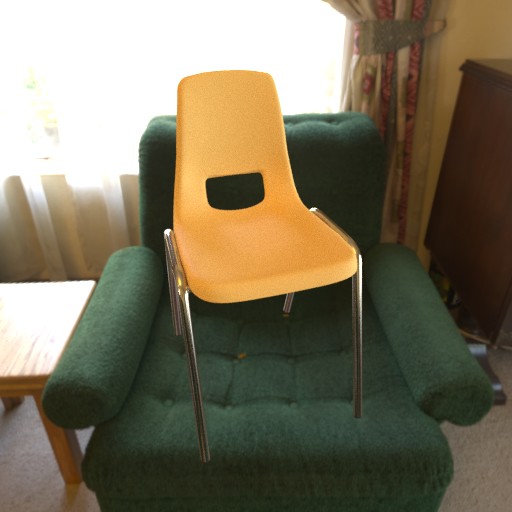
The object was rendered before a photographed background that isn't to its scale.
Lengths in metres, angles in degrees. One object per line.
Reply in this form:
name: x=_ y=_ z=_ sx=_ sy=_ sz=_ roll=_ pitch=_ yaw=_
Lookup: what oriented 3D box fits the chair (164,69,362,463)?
chair: x=0.000 y=0.000 z=0.972 sx=0.381 sy=0.704 sz=0.436 roll=-10 pitch=32 yaw=-16
